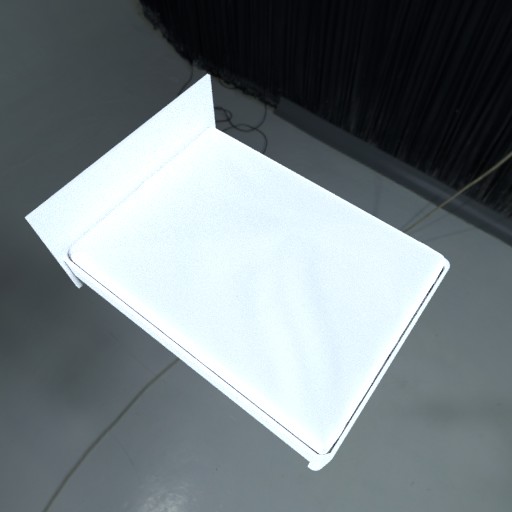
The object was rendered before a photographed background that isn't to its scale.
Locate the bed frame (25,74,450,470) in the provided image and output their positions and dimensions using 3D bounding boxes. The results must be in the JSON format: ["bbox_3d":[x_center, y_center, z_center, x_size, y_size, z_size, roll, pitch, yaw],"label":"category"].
[{"bbox_3d":[0.000,0.000,2.696,1.950,0.800,1.490,33,64,18],"label":"bed frame"}]
